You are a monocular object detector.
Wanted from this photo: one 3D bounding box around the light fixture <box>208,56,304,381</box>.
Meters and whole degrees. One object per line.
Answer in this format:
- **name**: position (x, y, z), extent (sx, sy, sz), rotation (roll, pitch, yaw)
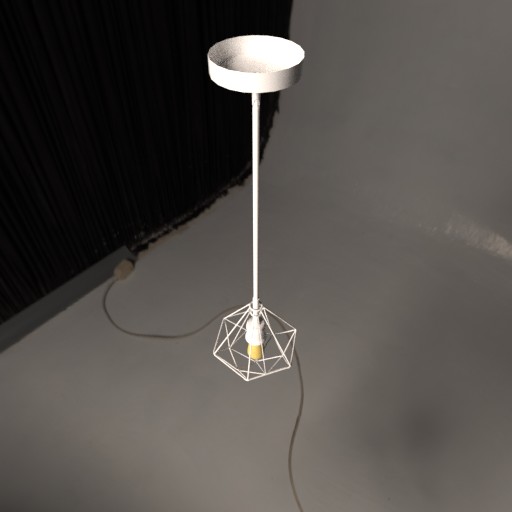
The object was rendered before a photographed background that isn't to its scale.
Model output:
- **light fixture**: position (0.000, 0.000, 1.980), extent (0.487, 1.764, 0.431), rotation (32, 53, 27)
